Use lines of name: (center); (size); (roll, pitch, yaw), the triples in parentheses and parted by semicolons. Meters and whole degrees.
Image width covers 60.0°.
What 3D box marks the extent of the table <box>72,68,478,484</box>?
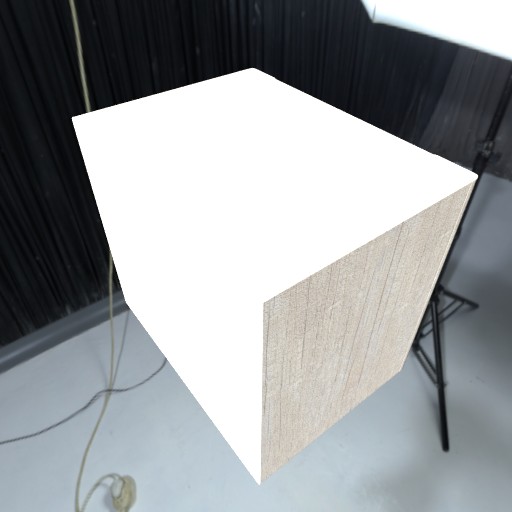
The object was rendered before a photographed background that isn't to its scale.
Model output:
table: (0.000, 0.000, 0.915); (0.420, 0.510, 0.570); (-27, 49, -27)
